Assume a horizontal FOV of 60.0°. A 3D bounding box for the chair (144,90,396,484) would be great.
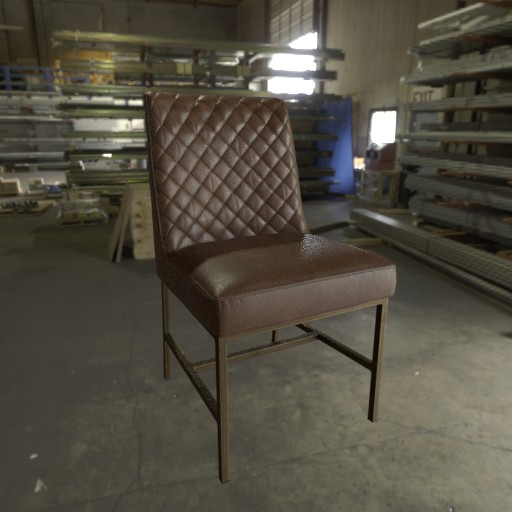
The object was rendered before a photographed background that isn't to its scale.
[{"bbox_3d":[0.000,0.000,1.236,0.508,0.889,0.587,-9,18,-28],"label":"chair"}]
